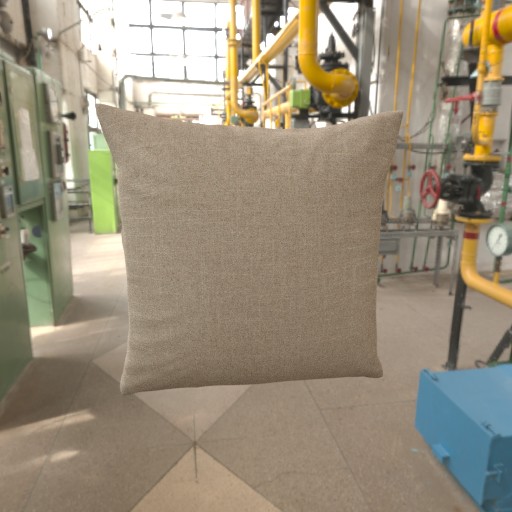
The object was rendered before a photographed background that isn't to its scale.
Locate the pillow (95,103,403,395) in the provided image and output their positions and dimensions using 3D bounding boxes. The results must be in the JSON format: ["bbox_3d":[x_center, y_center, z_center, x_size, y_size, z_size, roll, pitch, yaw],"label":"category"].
[{"bbox_3d":[0.000,0.000,0.791,0.513,0.511,0.158,-2,14,-8],"label":"pillow"}]
